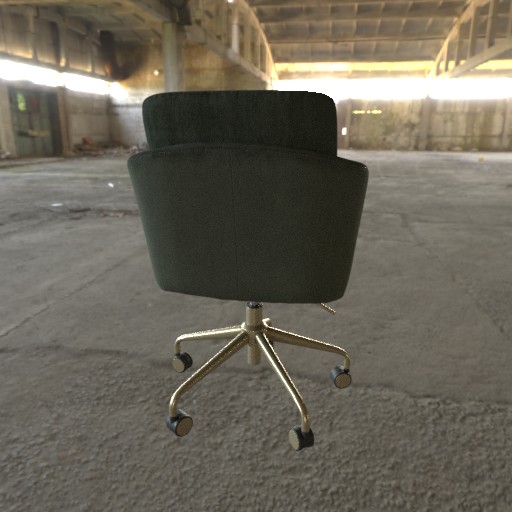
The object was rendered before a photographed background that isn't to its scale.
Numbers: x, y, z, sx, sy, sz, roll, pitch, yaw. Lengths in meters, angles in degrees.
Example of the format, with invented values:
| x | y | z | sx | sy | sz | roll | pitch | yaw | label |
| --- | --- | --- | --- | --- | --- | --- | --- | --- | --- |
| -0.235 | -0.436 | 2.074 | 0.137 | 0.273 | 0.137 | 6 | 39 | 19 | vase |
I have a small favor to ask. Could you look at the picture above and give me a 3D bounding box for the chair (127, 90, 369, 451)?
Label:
| x | y | z | sx | sy | sz | roll | pitch | yaw | label |
| --- | --- | --- | --- | --- | --- | --- | --- | --- | --- |
| 0.000 | 0.000 | 1.356 | 0.641 | 0.908 | 0.635 | 3 | 16 | 10 | chair |
